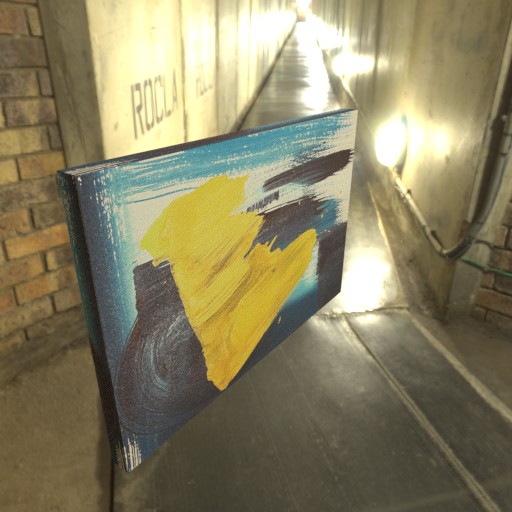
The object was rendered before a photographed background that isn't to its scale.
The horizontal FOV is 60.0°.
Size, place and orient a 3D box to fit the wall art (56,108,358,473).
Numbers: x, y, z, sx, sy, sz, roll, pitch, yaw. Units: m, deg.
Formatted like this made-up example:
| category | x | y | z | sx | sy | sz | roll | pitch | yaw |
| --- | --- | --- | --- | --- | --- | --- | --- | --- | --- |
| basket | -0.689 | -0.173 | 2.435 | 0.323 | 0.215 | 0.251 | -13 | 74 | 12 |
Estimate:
| category | x | y | z | sx | sy | sz | roll | pitch | yaw |
| --- | --- | --- | --- | --- | --- | --- | --- | --- | --- |
| wall art | 0.000 | 0.000 | 0.733 | 0.033 | 0.406 | 0.609 | 18 | 31 | 33 |
